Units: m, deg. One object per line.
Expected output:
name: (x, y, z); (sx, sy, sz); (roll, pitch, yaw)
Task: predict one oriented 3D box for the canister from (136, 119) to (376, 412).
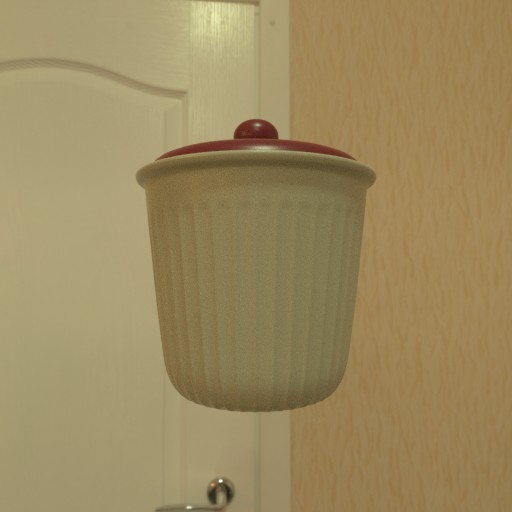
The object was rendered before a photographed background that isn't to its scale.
canister: (0.000, 0.000, 0.343); (0.181, 0.211, 0.181); (0, -1, 0)
